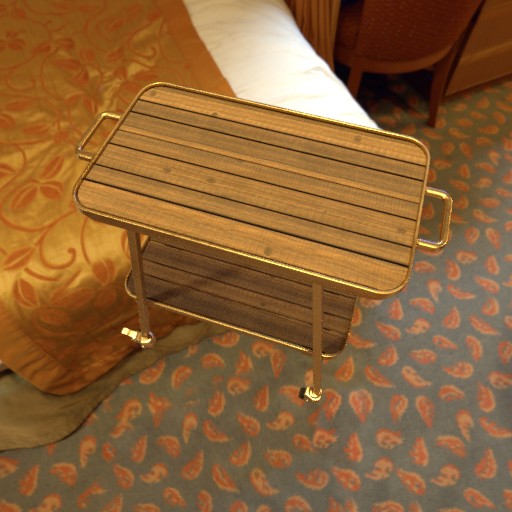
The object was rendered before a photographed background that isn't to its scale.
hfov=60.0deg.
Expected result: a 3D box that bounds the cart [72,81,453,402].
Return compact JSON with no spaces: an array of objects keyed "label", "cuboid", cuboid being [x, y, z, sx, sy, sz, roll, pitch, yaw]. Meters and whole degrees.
[{"label":"cart","cuboid":[0.000,0.000,1.233,0.806,0.700,0.524,16,61,9]}]
